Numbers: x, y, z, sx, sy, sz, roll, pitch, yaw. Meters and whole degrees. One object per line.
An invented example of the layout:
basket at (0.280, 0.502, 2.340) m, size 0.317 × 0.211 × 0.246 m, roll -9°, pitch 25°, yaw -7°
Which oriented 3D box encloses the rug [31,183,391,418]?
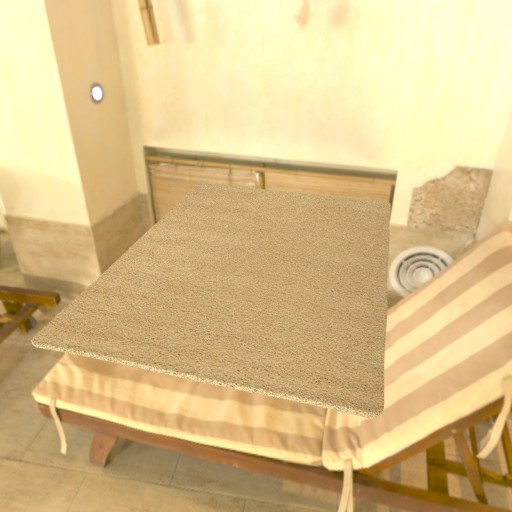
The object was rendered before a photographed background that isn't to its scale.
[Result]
rug at (0.000, 0.000, 2.074) m, size 1.199 × 0.025 × 1.600 m, roll 8°, pitch 31°, yaw 13°
